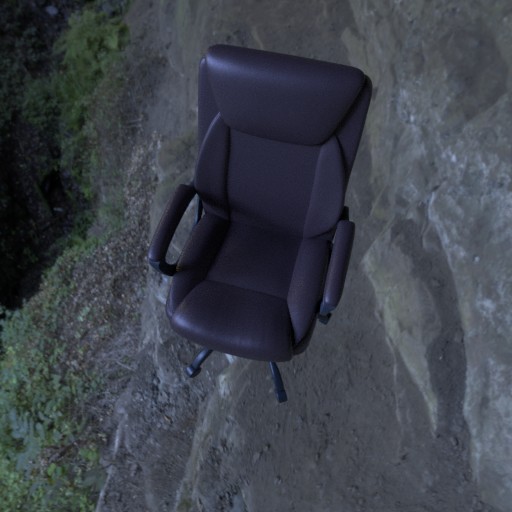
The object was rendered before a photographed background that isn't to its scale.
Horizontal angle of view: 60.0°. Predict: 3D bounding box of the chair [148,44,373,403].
[{"bbox_3d":[0.000,0.000,1.441,0.615,1.072,0.655,13,60,8],"label":"chair"}]
